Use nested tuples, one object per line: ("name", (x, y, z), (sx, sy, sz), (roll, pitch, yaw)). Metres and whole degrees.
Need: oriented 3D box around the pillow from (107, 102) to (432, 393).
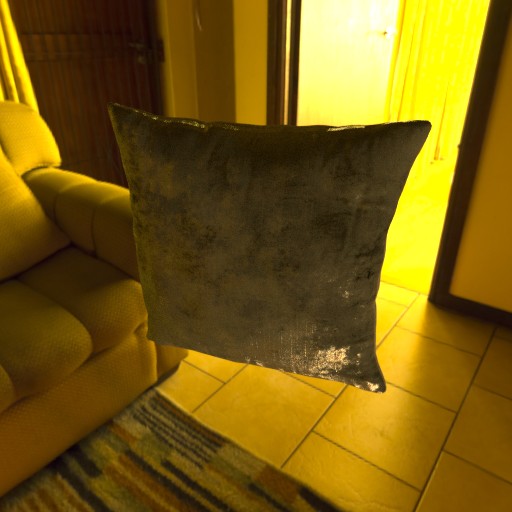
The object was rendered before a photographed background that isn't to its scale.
("pillow", (0.000, 0.000, 0.725), (0.470, 0.464, 0.175), (8, 28, 15))
